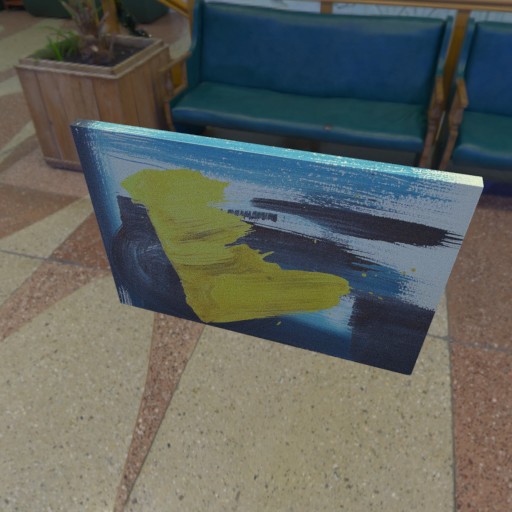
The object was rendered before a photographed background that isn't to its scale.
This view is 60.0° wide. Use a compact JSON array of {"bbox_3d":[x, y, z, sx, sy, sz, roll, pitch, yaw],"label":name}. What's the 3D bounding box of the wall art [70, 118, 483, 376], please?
[{"bbox_3d":[0.000,0.000,1.153,0.914,0.610,0.039,12,42,13],"label":"wall art"}]
